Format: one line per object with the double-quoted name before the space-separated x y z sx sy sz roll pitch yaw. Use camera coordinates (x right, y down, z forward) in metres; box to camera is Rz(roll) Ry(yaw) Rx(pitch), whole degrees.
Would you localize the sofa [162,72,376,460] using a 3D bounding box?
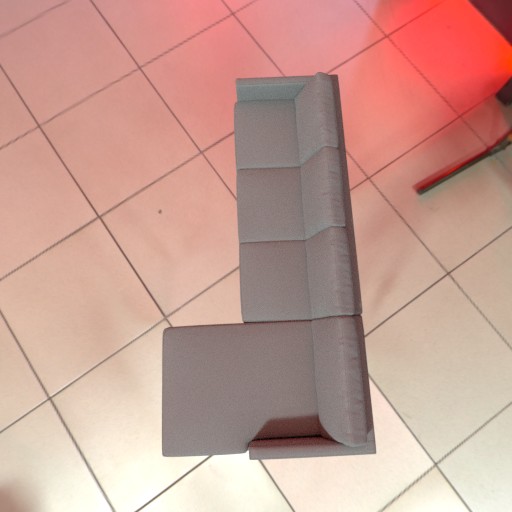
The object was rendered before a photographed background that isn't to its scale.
"sofa" 0.000 0.000 3.815 1.622 0.867 3.177 -2 76 -1
